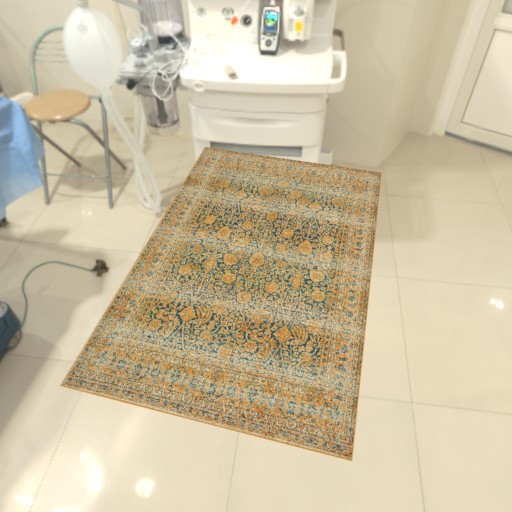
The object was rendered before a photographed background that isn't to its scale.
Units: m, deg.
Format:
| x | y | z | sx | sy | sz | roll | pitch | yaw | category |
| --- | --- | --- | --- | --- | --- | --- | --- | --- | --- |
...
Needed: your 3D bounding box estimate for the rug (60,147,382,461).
| x | y | z | sx | sy | sz | roll | pitch | yaw | category |
| --- | --- | --- | --- | --- | --- | --- | --- | --- | --- |
| 0.000 | 0.000 | 2.978 | 1.525 | 0.007 | 2.336 | 11 | 47 | 10 | rug |
